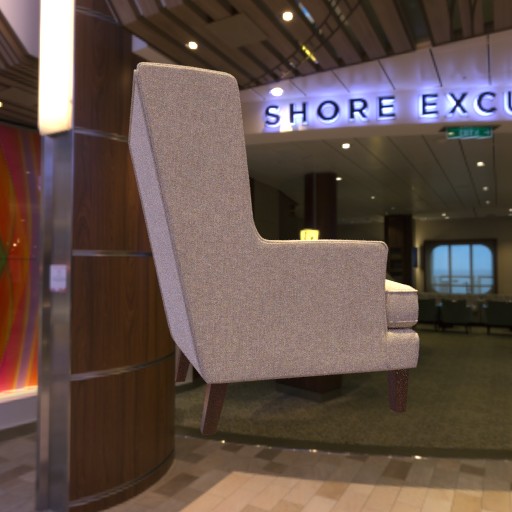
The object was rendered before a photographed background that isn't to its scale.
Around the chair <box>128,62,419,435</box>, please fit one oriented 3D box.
[{"bbox_3d":[0.000,0.000,1.726,0.948,1.082,0.764,1,-2,-17],"label":"chair"}]
